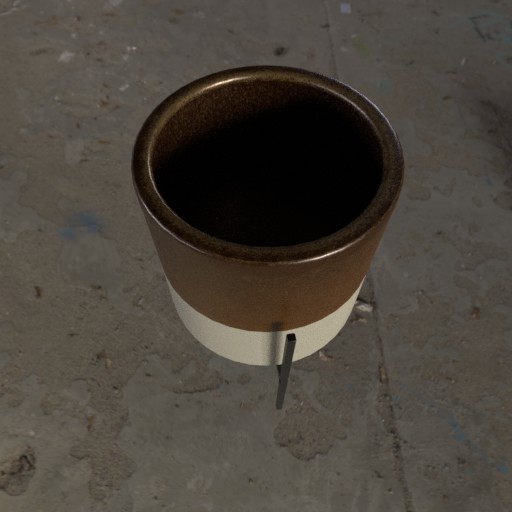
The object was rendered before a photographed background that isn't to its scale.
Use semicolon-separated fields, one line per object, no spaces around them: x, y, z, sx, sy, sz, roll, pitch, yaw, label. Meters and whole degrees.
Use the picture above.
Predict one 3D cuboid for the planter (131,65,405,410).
0.000;0.000;0.559;0.269;0.375;0.255;16;60;10;planter
